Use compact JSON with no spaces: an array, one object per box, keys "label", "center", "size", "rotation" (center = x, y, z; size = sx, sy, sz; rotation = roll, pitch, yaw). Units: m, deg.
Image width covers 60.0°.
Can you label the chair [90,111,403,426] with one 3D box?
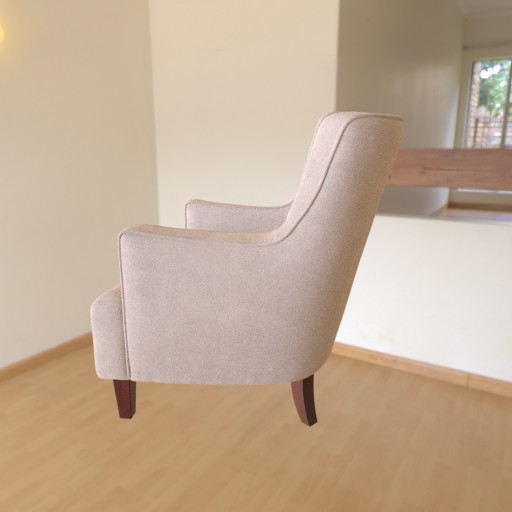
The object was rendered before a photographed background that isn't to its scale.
[{"label":"chair","center":[0.000,0.000,1.560],"size":[0.910,0.920,0.781],"rotation":[2,14,7]}]
